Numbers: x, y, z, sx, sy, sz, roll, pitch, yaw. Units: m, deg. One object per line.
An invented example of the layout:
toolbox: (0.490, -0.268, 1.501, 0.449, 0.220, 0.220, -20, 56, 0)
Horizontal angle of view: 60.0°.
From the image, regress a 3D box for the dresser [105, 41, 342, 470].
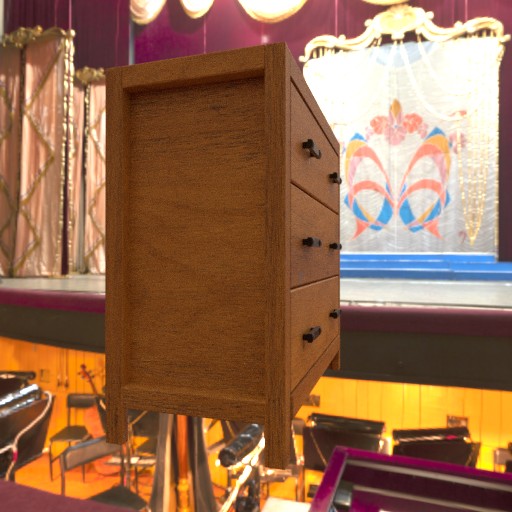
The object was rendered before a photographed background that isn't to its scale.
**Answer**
dresser: (0.000, 0.000, 1.268, 0.427, 0.804, 0.804, 0, 0, 18)
